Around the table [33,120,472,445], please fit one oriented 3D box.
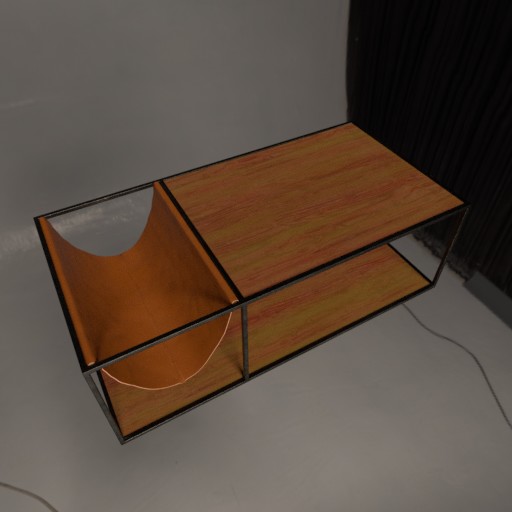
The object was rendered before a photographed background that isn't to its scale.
[{"bbox_3d":[0.000,0.000,1.492,1.199,0.403,0.597,-22,49,-20],"label":"table"}]
